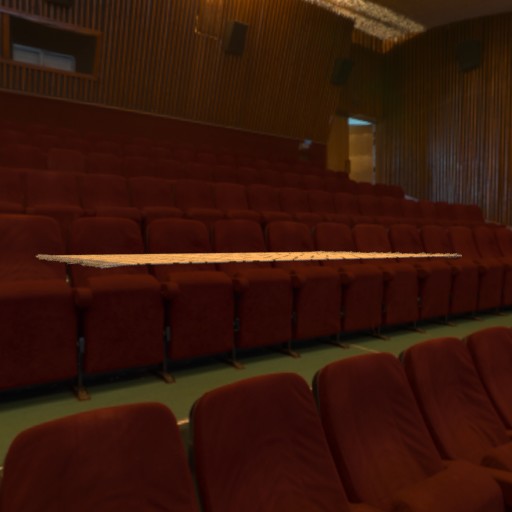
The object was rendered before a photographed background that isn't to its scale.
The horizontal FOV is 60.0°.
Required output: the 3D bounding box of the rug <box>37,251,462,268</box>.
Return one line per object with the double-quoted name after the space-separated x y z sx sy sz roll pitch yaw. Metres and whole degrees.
0.000 0.000 2.429 2.023 0.028 1.224 -1 2 -35 "rug"
